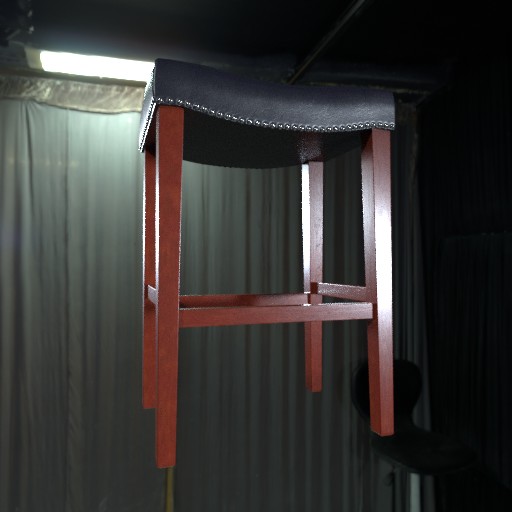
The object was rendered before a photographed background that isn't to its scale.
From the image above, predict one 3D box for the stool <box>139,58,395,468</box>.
[{"bbox_3d":[0.000,0.000,1.016,0.504,0.742,0.372,0,-1,-18],"label":"stool"}]
